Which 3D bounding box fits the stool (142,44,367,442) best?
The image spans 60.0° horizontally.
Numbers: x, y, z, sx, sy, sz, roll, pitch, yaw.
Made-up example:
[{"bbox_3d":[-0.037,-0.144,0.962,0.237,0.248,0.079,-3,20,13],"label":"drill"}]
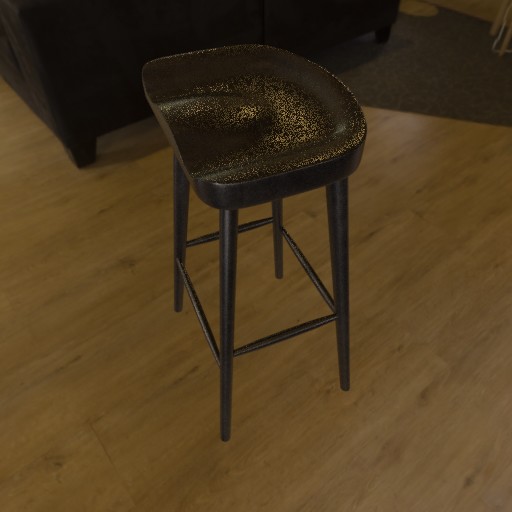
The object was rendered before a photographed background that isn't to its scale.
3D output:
[{"bbox_3d":[0.000,0.000,0.980,0.361,0.749,0.440,-17,49,-15],"label":"stool"}]
